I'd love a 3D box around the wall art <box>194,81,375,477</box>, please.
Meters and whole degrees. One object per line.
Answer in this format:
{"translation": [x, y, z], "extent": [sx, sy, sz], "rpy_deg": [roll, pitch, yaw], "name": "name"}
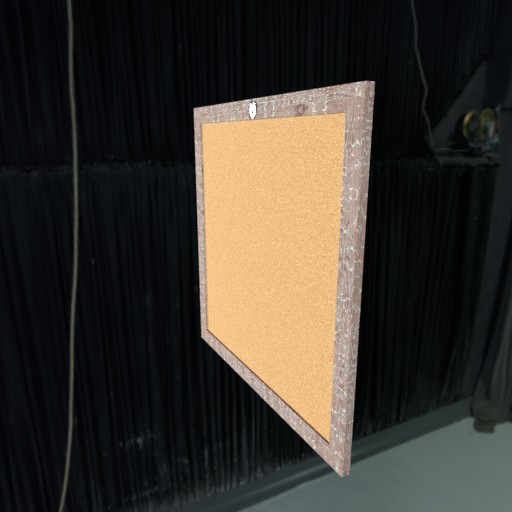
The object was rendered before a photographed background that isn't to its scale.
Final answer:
{"translation": [0.000, 0.000, 0.574], "extent": [0.012, 0.384, 0.384], "rpy_deg": [-8, 17, -28], "name": "wall art"}
